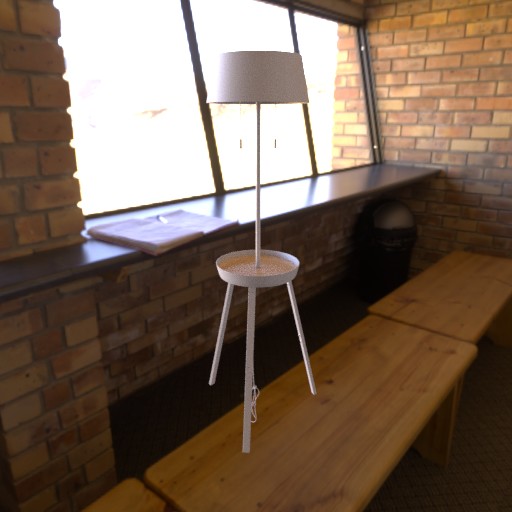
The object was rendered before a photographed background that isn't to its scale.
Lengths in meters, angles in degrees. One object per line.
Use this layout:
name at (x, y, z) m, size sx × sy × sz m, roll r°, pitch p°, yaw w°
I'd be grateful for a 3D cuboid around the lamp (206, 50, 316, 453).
lamp at (0.000, 0.000, 1.688) m, size 0.508 × 1.429 × 0.468 m, roll 3°, pitch 18°, yaw 8°
